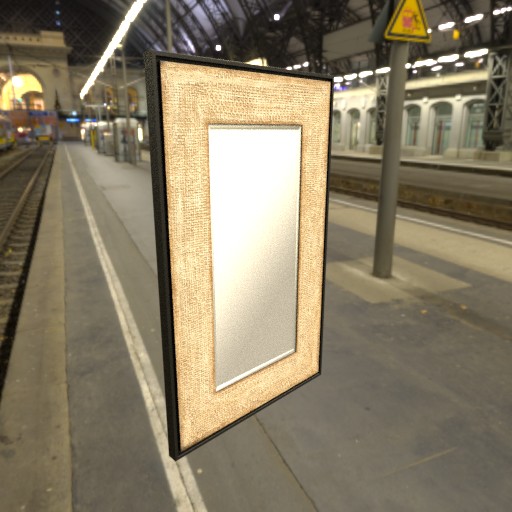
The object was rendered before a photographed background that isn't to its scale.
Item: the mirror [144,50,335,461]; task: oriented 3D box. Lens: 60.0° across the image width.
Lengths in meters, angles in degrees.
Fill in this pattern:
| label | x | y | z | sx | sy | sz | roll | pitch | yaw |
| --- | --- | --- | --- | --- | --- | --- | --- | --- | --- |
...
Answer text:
| label | x | y | z | sx | sy | sz | roll | pitch | yaw |
| --- | --- | --- | --- | --- | --- | --- | --- | --- | --- |
| mirror | 0.000 | 0.000 | 1.533 | 0.762 | 1.219 | 0.038 | -15 | 21 | -42 |
